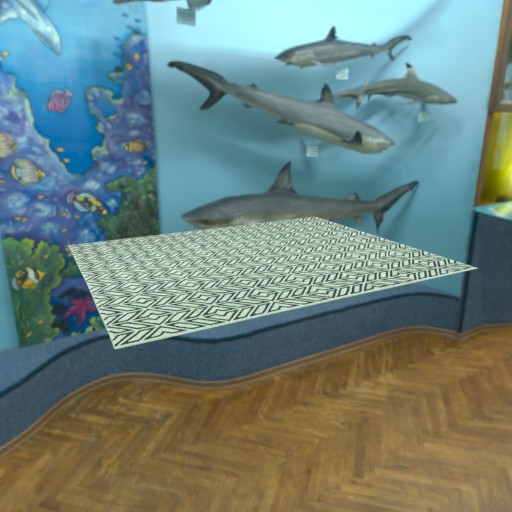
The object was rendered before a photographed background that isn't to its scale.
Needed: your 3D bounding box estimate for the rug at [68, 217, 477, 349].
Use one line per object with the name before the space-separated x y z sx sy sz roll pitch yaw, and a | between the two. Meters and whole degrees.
rug | 0.000 0.000 4.161 3.045 0.008 2.421 -9 19 -26
